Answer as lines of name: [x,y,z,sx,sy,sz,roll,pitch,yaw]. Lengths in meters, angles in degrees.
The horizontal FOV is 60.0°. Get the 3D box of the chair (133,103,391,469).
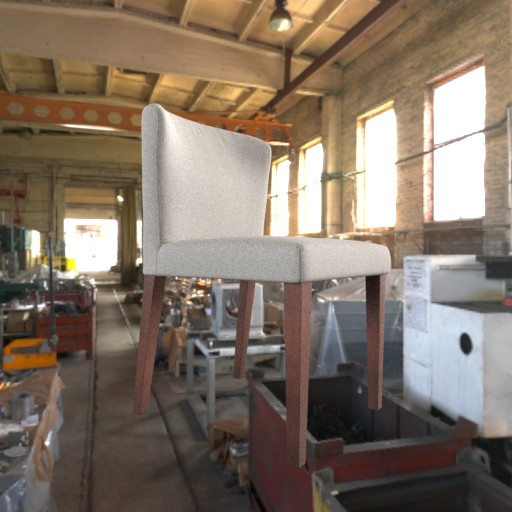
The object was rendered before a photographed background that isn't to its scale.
chair: [0.000,0.000,1.210,0.592,0.839,0.491,0,1,37]
